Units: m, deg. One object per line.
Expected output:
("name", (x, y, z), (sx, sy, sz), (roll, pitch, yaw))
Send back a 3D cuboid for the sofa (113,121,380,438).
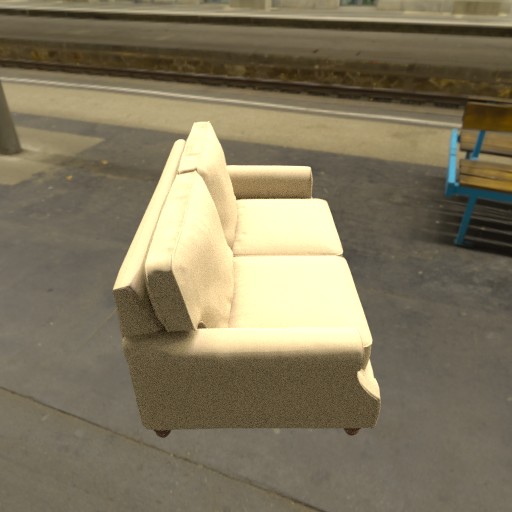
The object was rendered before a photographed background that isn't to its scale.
("sofa", (0.000, 0.000, 2.220), (0.964, 0.937, 1.665), (0, 33, -1))
